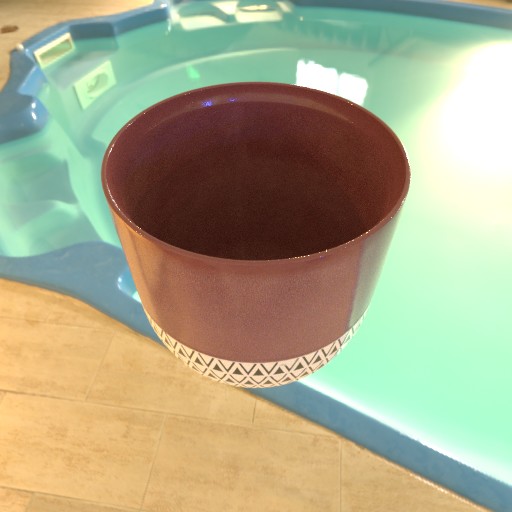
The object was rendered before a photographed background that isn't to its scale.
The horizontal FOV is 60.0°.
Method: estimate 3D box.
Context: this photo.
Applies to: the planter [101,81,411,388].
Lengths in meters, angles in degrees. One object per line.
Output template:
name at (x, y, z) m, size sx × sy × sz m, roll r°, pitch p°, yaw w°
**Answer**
planter at (0.000, 0.000, 0.487) m, size 0.266 × 0.270 × 0.266 m, roll 0°, pitch 47°, yaw 0°
